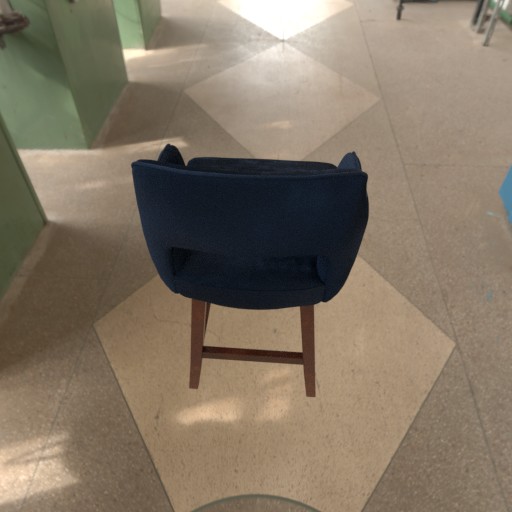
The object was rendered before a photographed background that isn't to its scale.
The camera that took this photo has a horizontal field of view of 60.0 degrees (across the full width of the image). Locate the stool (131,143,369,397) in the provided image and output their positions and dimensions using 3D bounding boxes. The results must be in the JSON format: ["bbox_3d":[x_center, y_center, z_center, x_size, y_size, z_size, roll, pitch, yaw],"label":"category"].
[{"bbox_3d":[0.000,0.000,1.273,0.550,0.940,0.560,3,46,3],"label":"stool"}]
